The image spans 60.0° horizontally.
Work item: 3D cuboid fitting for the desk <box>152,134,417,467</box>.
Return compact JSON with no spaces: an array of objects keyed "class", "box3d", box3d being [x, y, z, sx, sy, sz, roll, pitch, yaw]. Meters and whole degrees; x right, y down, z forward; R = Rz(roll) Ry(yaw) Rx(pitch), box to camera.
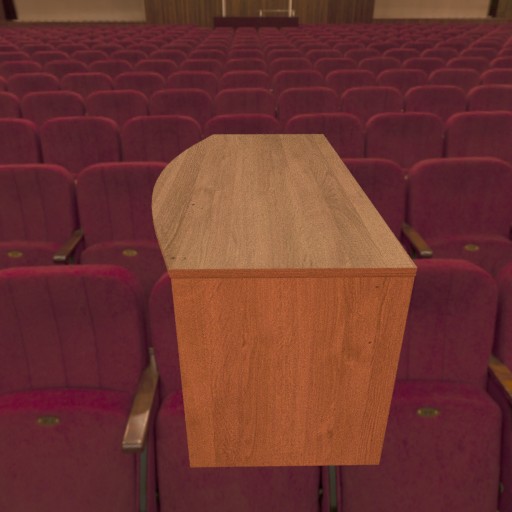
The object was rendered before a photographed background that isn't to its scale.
[{"class":"desk","box3d":[0.000,0.000,2.014,0.802,0.752,1.600,0,27,-1]}]
